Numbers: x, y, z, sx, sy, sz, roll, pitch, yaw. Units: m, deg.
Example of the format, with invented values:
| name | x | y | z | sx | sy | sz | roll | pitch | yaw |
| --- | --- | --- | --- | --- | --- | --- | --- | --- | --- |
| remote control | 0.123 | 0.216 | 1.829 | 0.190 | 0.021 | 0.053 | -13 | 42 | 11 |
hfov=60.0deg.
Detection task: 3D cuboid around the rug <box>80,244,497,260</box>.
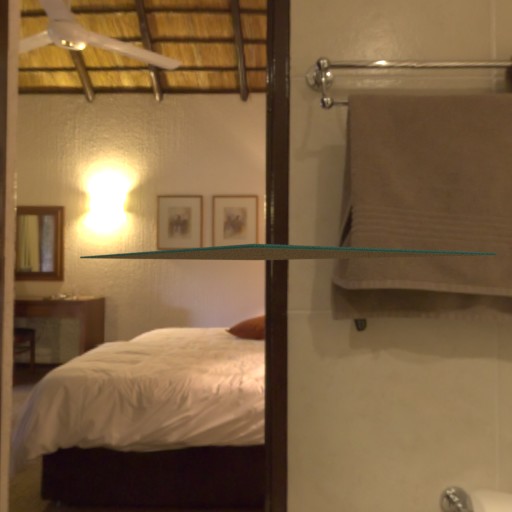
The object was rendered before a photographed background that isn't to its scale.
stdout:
| name | x | y | z | sx | sy | sz | roll | pitch | yaw |
| --- | --- | --- | --- | --- | --- | --- | --- | --- | --- |
| rug | 0.000 | 0.000 | 2.813 | 1.594 | 0.013 | 2.213 | 1 | -2 | -35 |
